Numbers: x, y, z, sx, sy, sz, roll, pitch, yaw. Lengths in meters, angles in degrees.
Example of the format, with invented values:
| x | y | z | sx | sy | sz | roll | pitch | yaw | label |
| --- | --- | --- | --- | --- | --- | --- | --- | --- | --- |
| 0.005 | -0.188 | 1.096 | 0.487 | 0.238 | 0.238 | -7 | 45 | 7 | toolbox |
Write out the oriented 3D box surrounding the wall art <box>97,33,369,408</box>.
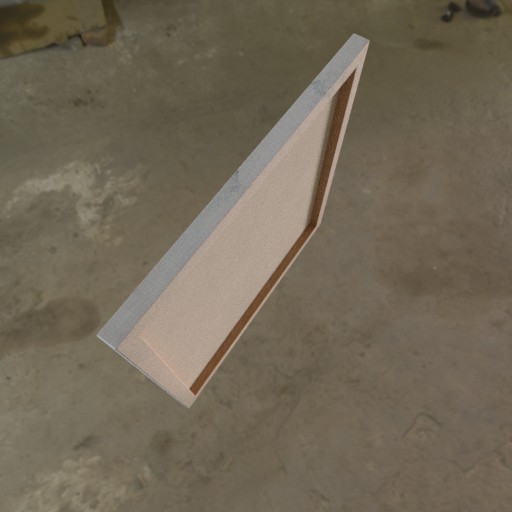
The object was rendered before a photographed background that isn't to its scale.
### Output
| x | y | z | sx | sy | sz | roll | pitch | yaw | label |
| --- | --- | --- | --- | --- | --- | --- | --- | --- | --- |
| 0.000 | 0.000 | 1.112 | 0.038 | 0.762 | 0.762 | 32 | 69 | 14 | wall art |
